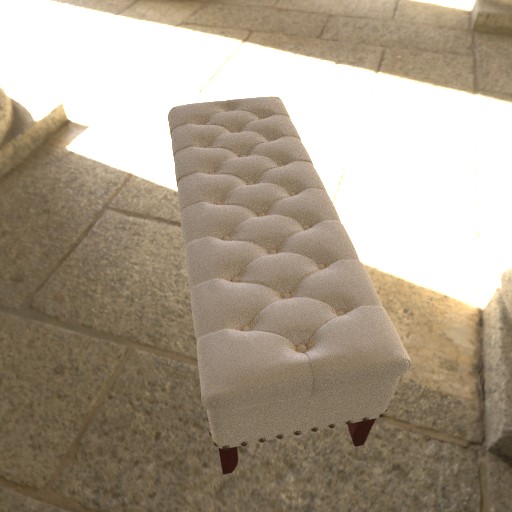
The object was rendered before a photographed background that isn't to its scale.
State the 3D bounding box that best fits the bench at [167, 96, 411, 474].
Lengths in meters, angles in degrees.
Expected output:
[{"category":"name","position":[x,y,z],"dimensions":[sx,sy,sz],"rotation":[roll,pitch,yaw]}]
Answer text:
[{"category":"bench","position":[0.000,0.000,1.294],"dimensions":[0.400,0.470,1.054],"rotation":[-8,47,-8]}]
